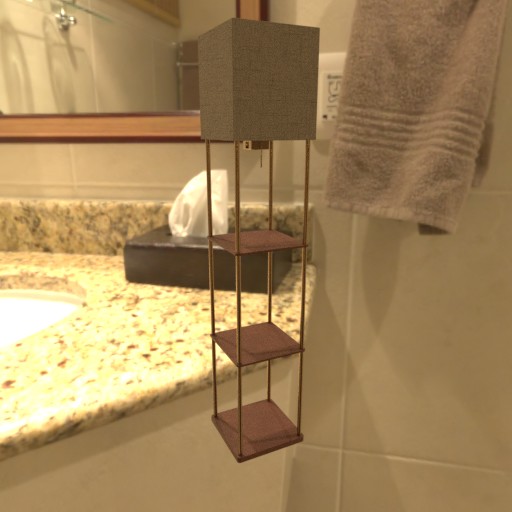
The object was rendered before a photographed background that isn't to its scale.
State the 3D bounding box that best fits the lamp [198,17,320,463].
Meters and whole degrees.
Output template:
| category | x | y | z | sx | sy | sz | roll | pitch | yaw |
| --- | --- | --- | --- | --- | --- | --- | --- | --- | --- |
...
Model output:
| category | x | y | z | sx | sy | sz | roll | pitch | yaw |
| --- | --- | --- | --- | --- | --- | --- | --- | --- | --- |
| lamp | 0.000 | 0.000 | 1.710 | 0.308 | 1.569 | 0.310 | -8 | 18 | -25 |
